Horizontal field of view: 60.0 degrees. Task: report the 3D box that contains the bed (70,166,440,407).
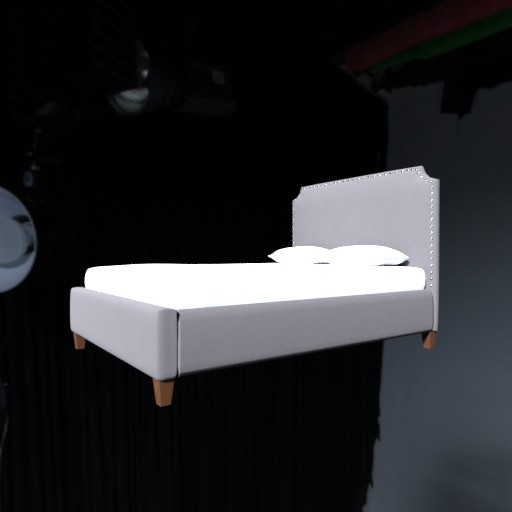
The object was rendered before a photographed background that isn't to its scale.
[{"bbox_3d":[0.000,0.000,3.467,2.372,1.443,1.713,0,0,-36],"label":"bed"}]
